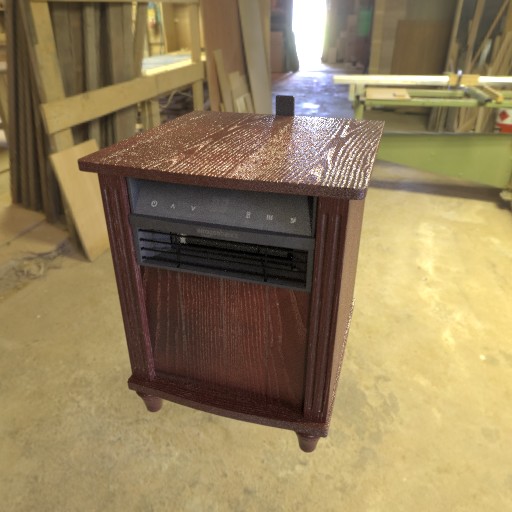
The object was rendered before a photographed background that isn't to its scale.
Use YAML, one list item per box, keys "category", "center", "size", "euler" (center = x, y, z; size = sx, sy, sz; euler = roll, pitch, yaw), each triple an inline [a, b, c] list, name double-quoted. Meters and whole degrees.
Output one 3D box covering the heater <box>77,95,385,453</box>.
- category: "heater"
  center: [0.000, 0.000, 0.770]
  size: [0.362, 0.481, 0.400]
  euler: [8, 29, 15]
